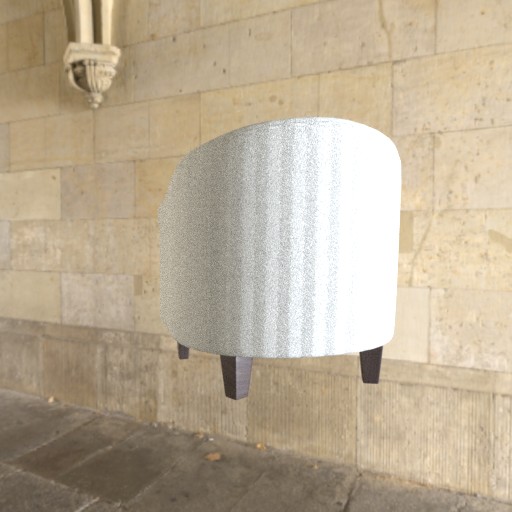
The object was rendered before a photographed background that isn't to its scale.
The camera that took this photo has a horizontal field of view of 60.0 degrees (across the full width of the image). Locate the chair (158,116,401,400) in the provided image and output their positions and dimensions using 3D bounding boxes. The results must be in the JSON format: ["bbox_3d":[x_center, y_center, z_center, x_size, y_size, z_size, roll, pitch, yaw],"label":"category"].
[{"bbox_3d":[0.000,0.000,1.752,0.756,0.757,1.288,-1,2,-18],"label":"chair"}]
